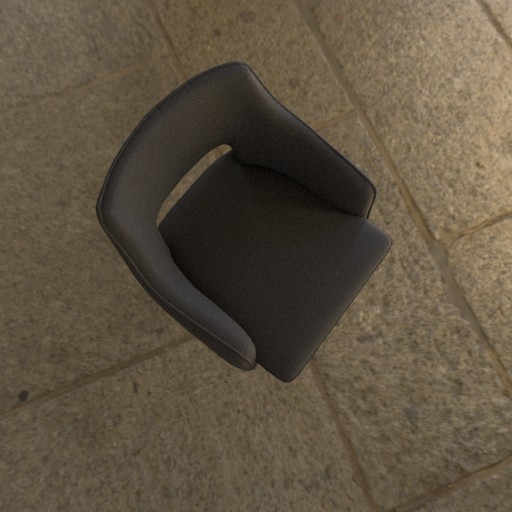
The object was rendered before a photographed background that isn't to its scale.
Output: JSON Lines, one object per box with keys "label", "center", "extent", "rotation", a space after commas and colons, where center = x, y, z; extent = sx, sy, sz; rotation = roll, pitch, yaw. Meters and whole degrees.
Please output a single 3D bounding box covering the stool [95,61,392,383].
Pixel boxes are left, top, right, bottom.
{"label": "stool", "center": [0.000, 0.000, 1.247], "extent": [0.558, 0.912, 0.548], "rotation": [37, 78, 9]}
